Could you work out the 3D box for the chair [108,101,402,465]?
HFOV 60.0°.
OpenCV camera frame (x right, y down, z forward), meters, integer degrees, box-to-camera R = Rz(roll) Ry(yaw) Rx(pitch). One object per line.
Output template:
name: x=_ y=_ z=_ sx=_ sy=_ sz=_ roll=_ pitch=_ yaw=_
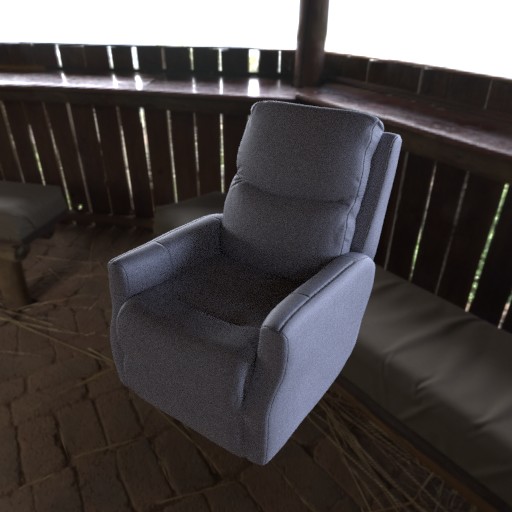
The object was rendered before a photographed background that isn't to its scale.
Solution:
chair: x=0.000 y=0.000 z=1.764 sx=0.829 sy=1.030 sz=1.080 roll=18 pitch=34 yaw=29
